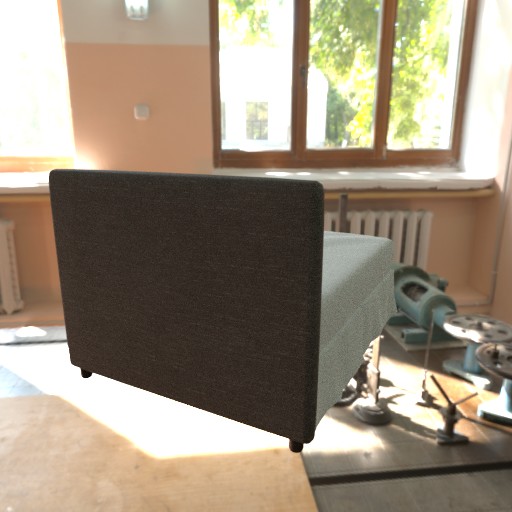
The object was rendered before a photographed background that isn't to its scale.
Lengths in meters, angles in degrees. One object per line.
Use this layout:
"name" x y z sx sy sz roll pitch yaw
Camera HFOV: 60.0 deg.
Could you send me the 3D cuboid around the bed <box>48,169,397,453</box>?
"bed" 0.000 0.000 3.226 1.723 1.330 2.142 8 17 27
